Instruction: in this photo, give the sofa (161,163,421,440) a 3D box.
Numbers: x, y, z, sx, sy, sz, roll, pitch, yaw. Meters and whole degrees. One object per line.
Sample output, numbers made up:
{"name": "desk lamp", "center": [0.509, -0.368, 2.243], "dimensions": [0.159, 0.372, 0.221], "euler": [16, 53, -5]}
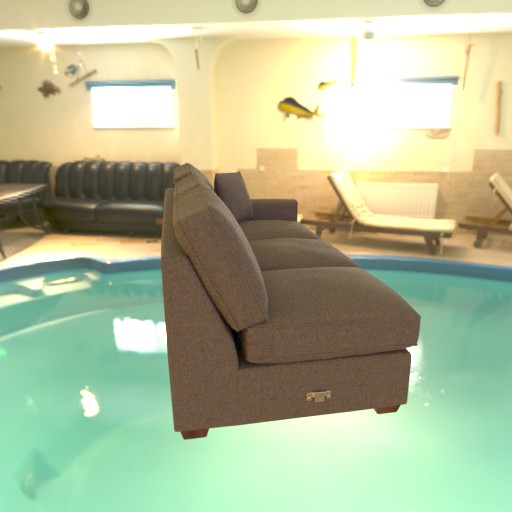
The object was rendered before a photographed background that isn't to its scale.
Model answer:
{"name": "sofa", "center": [0.000, 0.000, 2.595], "dimensions": [1.034, 0.946, 1.963], "euler": [-3, 17, -10]}
